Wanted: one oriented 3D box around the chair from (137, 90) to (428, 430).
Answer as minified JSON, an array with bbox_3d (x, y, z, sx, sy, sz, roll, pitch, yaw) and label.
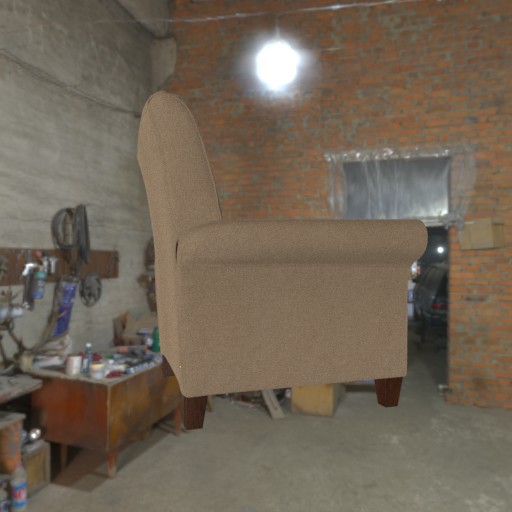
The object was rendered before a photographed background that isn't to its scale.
[{"bbox_3d":[0.000,0.000,1.775,0.905,1.061,0.978,0,-1,-18],"label":"chair"}]
